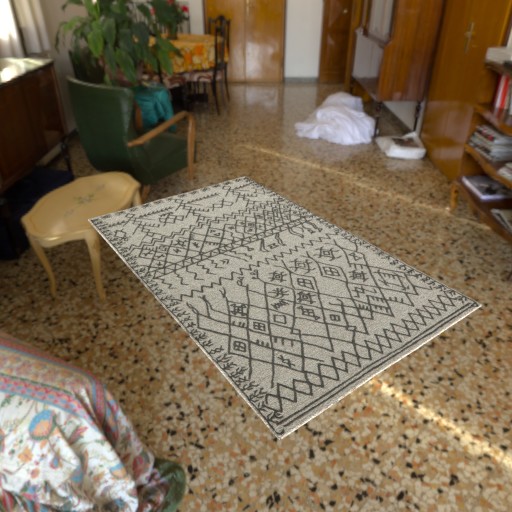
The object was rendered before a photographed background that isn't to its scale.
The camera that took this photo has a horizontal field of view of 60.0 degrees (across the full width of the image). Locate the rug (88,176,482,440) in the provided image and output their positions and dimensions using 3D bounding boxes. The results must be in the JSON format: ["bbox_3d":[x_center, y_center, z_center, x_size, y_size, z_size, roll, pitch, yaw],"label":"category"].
[{"bbox_3d":[0.000,0.000,4.805,2.393,0.019,3.824,-21,38,-30],"label":"rug"}]
